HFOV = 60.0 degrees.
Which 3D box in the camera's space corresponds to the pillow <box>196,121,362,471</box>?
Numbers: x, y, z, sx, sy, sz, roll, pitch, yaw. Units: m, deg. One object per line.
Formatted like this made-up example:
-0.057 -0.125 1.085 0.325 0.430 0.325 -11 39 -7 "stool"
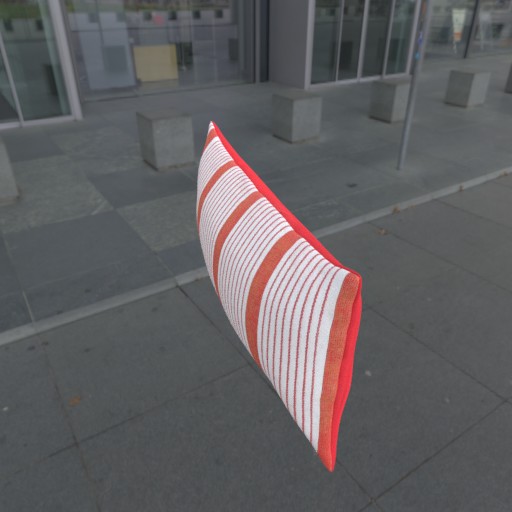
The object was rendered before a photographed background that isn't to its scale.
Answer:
0.000 0.000 0.733 0.151 0.297 0.608 -10 32 -16 "pillow"
